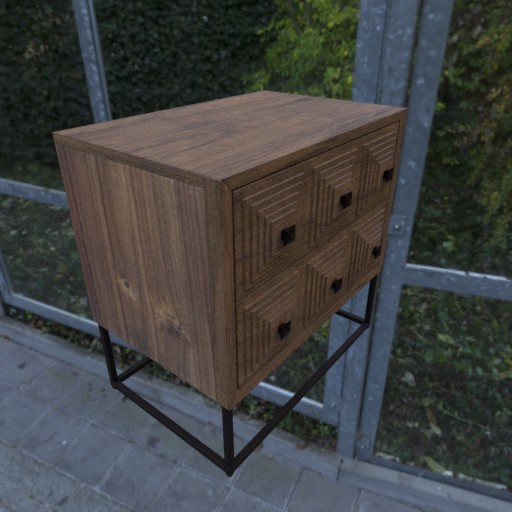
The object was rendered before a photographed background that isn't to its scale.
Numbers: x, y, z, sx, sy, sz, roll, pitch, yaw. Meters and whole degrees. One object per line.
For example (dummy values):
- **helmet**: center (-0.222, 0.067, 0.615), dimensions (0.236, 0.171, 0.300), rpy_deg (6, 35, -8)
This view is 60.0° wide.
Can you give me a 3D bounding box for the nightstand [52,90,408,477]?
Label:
- **nightstand**: center (0.000, 0.000, 1.017), dimensions (0.437, 0.610, 0.610), rpy_deg (21, 35, 33)
